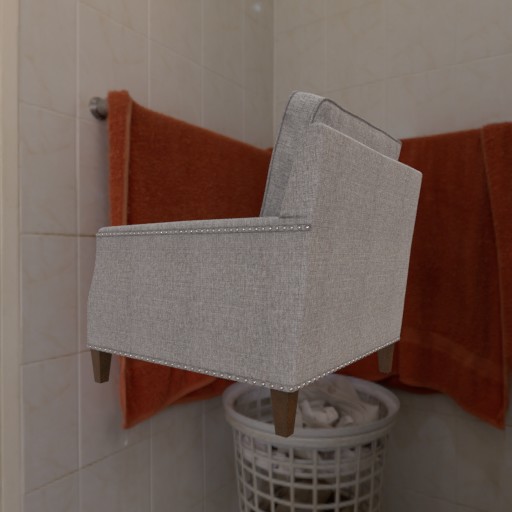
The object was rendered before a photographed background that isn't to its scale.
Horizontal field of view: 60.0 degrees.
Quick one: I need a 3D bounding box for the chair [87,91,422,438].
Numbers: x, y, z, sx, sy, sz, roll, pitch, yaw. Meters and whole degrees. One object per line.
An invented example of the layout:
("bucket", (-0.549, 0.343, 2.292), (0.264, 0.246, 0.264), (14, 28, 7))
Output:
("chair", (0.000, 0.000, 1.709), (1.014, 0.943, 0.853), (0, 1, 36))
